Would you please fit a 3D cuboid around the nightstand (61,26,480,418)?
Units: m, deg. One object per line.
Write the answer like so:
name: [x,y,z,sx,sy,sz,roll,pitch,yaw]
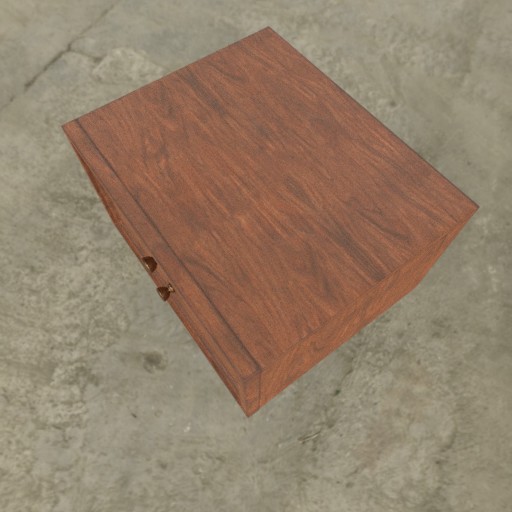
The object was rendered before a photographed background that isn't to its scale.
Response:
nightstand: [0.000,0.000,0.963,0.445,0.607,0.521,-33,67,-16]
